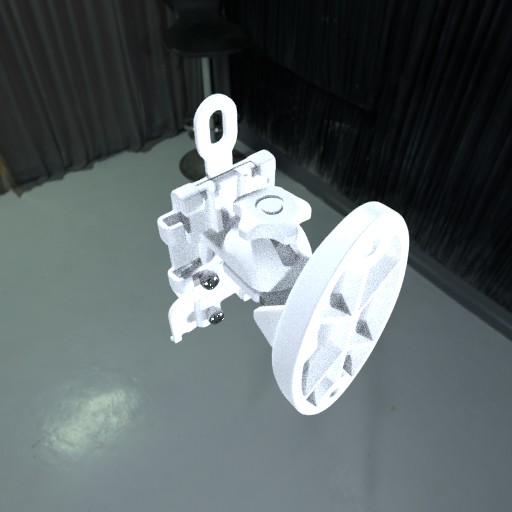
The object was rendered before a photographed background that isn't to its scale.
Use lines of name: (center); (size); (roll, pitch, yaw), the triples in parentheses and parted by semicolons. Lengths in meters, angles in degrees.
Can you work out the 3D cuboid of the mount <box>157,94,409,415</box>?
mount: (0.000, 0.000, 0.178); (0.066, 0.118, 0.100); (-30, 53, -26)
